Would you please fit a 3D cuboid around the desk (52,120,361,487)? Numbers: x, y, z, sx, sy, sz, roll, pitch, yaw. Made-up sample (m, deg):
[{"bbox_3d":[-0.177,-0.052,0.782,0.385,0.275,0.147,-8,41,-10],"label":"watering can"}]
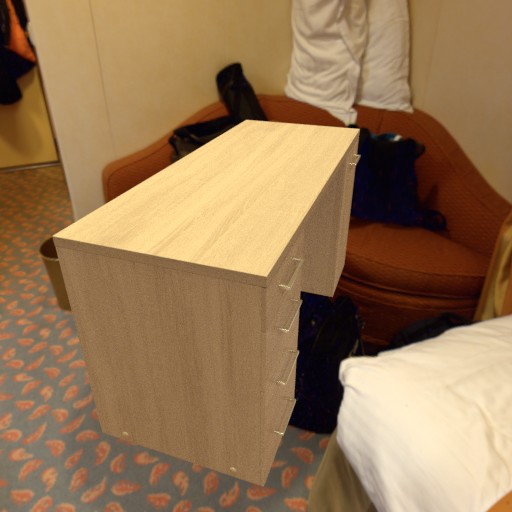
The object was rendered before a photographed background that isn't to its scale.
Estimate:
[{"bbox_3d":[0.000,0.000,1.782,0.600,0.740,1.390,10,31,17],"label":"desk"}]
